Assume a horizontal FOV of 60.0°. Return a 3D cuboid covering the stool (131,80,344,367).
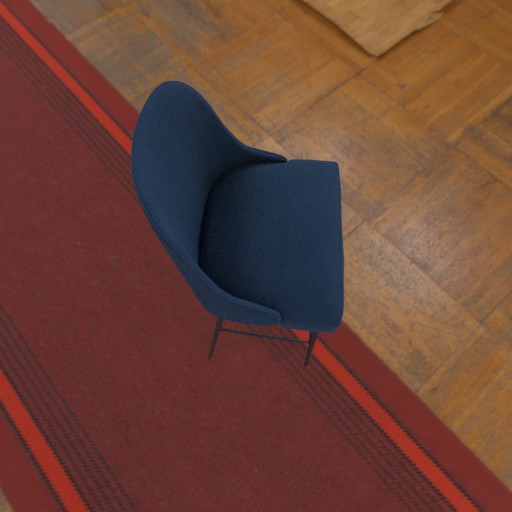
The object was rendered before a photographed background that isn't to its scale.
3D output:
[{"bbox_3d":[0.000,0.000,1.363,0.489,1.079,0.527,3,64,2],"label":"stool"}]
